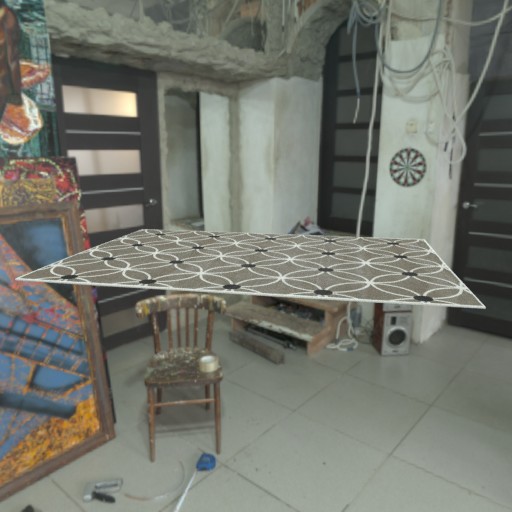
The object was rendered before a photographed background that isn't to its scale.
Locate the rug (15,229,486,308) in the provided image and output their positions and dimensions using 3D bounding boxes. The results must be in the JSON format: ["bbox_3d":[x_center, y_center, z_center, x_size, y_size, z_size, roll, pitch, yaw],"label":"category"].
[{"bbox_3d":[0.000,0.000,2.816,2.284,0.008,1.522,3,14,11],"label":"rug"}]
